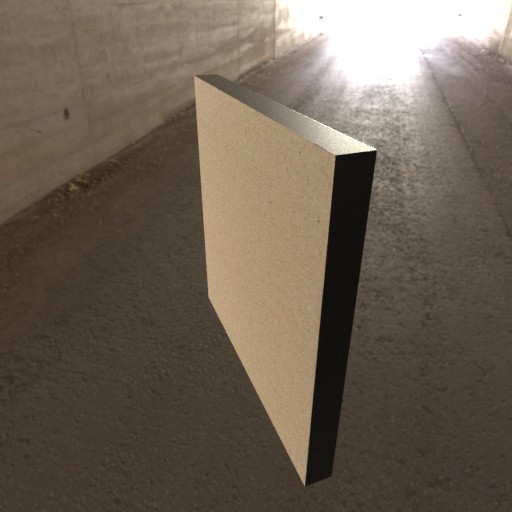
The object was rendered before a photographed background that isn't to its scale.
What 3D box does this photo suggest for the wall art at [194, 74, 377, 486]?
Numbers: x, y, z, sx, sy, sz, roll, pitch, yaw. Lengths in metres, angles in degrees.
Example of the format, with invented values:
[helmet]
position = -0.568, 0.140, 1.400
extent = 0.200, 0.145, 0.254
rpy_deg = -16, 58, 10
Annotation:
[wall art]
position = 0.000, 0.000, 0.472
extent = 0.029, 0.318, 0.327
rpy_deg = -11, 32, -18
